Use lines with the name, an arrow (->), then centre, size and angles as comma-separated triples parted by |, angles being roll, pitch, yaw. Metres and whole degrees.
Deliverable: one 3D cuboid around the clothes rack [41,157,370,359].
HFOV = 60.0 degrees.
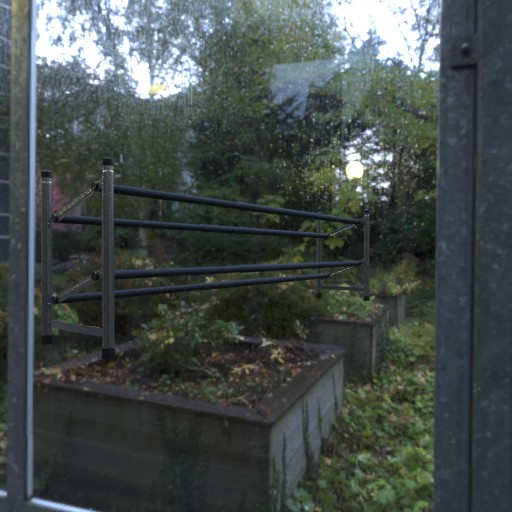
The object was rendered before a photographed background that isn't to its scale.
clothes rack -> 0.000, 0.000, 1.295 | 0.229, 0.349, 1.168 | 0, 1, 36
